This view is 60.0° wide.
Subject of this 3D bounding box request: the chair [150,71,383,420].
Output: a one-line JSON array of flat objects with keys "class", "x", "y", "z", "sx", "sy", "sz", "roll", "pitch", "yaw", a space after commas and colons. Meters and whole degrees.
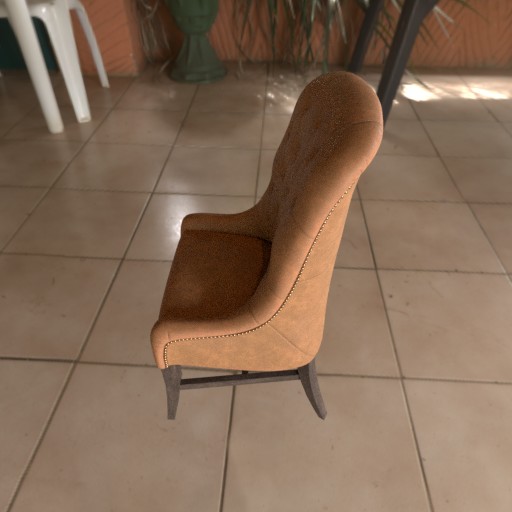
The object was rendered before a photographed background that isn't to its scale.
[{"class": "chair", "x": 0.000, "y": 0.000, "z": 1.470, "sx": 0.629, "sy": 1.091, "sz": 0.634, "roll": 1, "pitch": 40, "yaw": 2}]
